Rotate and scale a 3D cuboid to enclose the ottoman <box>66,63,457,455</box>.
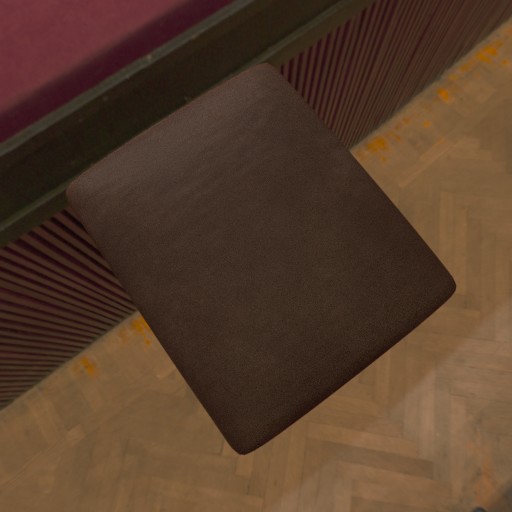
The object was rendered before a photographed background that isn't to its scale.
[{"bbox_3d":[0.000,0.000,1.277,0.670,0.569,0.806,-35,79,-8],"label":"ottoman"}]
